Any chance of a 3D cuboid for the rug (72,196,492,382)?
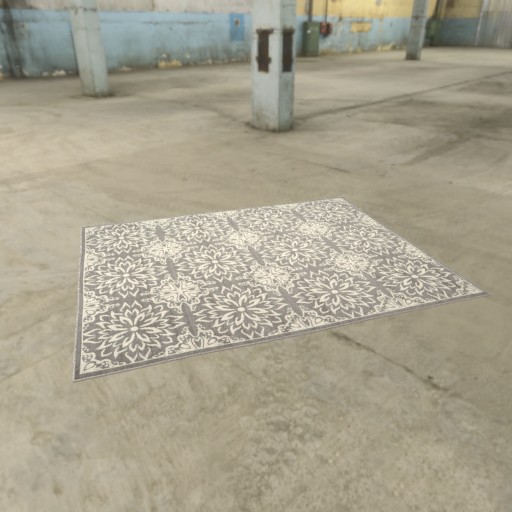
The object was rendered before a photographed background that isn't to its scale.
[{"bbox_3d":[0.000,0.000,3.933,2.980,0.012,2.363,-9,28,-16],"label":"rug"}]
